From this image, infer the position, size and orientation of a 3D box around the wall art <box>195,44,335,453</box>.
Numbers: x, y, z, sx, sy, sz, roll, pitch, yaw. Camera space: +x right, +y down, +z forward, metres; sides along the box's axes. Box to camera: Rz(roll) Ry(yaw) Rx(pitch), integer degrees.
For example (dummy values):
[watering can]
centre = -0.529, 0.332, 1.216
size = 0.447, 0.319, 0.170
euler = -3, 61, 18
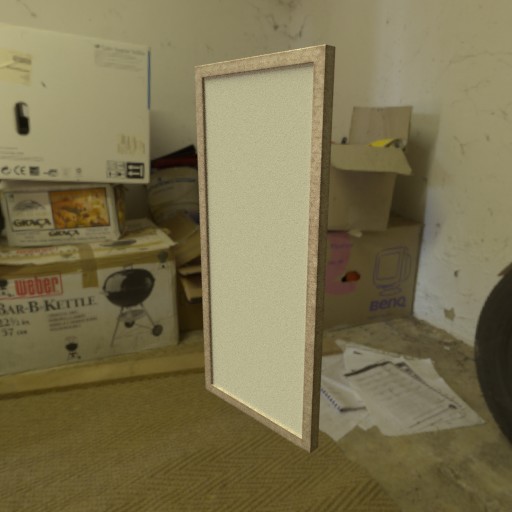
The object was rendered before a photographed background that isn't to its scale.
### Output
[wall art]
centre = 0.000, 0.000, 1.770
size = 0.051, 1.461, 0.648
euler = -15, 21, -43
